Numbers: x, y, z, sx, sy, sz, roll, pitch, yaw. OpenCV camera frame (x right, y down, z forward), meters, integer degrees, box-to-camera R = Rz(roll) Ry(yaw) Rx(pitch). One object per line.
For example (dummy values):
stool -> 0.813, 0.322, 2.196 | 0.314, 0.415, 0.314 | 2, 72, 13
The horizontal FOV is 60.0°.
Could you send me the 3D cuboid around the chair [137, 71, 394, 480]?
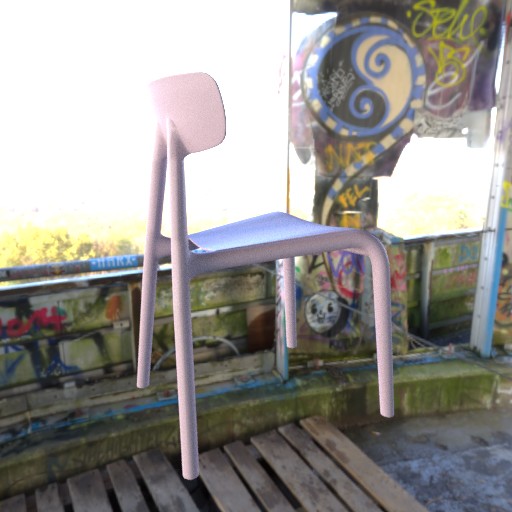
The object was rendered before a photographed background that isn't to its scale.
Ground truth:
chair -> 0.000, 0.000, 0.816 | 0.401, 0.580, 0.356 | -7, 15, -27
